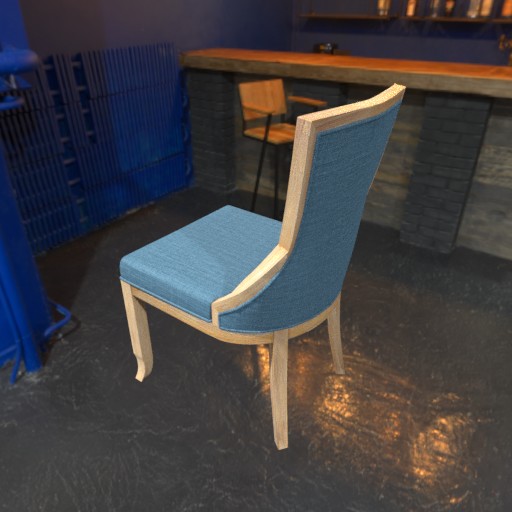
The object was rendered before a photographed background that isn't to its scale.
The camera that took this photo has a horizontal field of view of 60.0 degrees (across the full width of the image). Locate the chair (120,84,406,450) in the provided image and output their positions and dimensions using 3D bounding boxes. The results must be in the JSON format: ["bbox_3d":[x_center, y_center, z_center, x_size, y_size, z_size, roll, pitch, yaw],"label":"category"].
[{"bbox_3d":[0.000,0.000,1.305,0.641,0.947,0.524,20,35,31],"label":"chair"}]
